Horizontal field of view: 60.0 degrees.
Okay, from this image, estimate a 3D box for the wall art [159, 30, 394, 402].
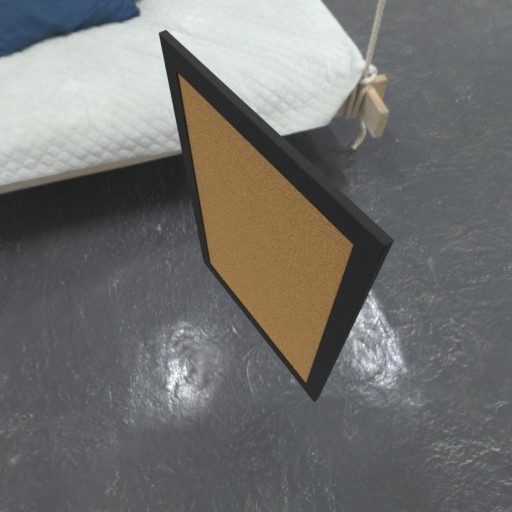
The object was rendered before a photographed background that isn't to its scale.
[{"bbox_3d":[0.000,0.000,0.671,0.012,0.529,0.374,-32,64,-18],"label":"wall art"}]
